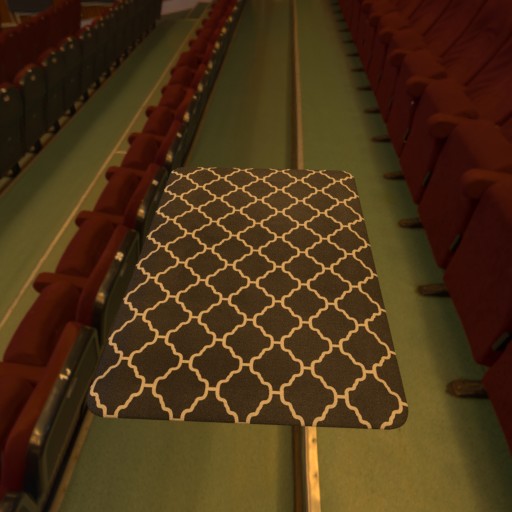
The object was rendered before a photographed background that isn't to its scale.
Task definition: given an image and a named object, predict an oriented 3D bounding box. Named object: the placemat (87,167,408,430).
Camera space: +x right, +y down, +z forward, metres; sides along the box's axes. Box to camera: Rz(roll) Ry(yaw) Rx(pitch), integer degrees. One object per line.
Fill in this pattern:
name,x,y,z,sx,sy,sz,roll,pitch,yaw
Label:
placemat,0.000,0.000,0.956,0.508,0.021,0.762,2,41,2
